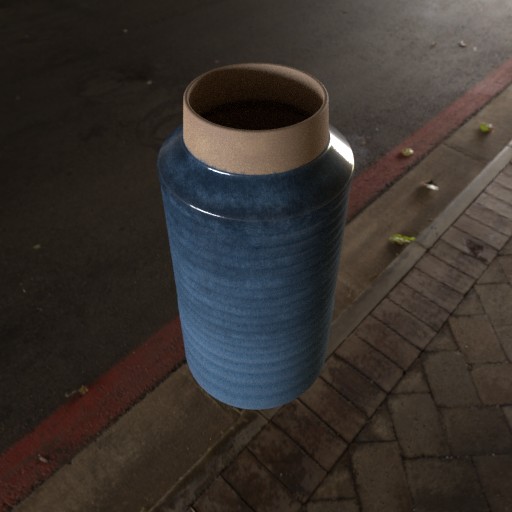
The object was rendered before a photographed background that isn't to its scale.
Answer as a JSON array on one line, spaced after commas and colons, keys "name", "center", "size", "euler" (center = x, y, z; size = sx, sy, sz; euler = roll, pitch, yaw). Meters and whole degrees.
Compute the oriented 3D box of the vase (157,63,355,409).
[{"name": "vase", "center": [0.000, 0.000, 0.409], "size": [0.163, 0.316, 0.163], "euler": [0, 47, 0]}]
